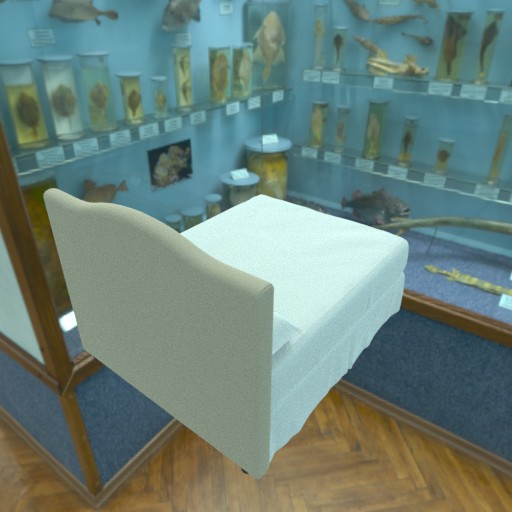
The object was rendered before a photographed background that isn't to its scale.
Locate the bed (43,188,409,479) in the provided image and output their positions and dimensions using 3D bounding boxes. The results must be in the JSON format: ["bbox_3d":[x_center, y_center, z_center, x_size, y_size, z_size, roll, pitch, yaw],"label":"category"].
[{"bbox_3d":[0.000,0.000,3.340,1.753,1.460,2.143,22,37,33],"label":"bed"}]
